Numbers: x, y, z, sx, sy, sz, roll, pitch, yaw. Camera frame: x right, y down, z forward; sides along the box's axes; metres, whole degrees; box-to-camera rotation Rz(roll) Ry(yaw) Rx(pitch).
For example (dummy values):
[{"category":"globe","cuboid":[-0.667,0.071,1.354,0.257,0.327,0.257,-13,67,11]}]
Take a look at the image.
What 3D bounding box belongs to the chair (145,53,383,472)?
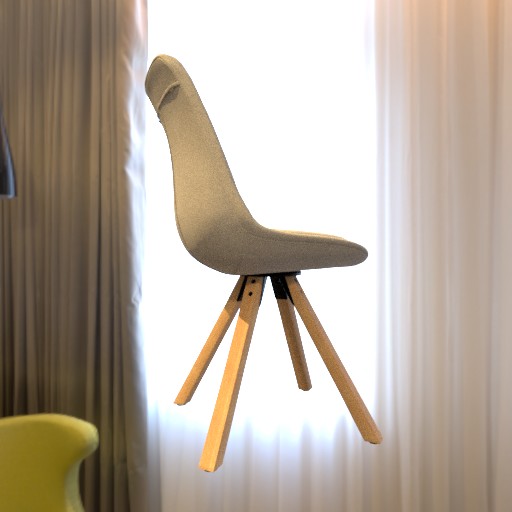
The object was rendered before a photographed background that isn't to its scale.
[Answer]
[{"category":"chair","cuboid":[0.000,0.000,1.137,0.549,0.863,0.474,0,1,-18]}]
